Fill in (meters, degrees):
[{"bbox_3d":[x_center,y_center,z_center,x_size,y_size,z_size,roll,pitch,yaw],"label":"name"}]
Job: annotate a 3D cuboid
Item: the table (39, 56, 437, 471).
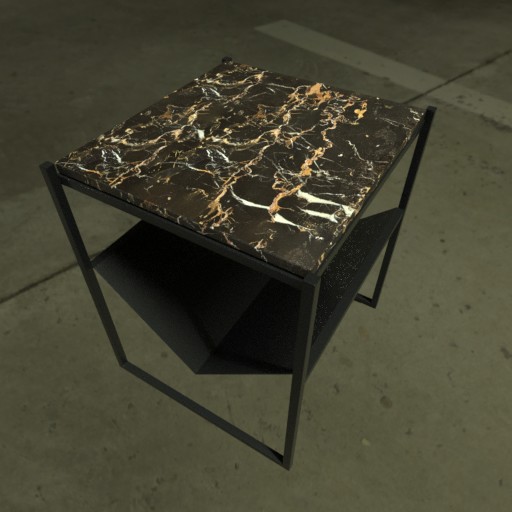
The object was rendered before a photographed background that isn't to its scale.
[{"bbox_3d":[0.000,0.000,0.873,0.432,0.534,0.469,23,49,22],"label":"table"}]
